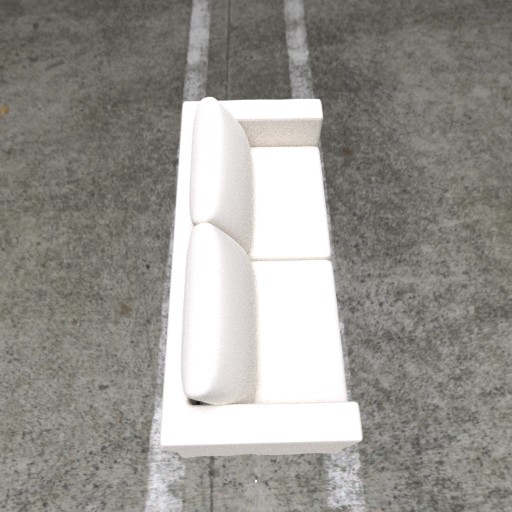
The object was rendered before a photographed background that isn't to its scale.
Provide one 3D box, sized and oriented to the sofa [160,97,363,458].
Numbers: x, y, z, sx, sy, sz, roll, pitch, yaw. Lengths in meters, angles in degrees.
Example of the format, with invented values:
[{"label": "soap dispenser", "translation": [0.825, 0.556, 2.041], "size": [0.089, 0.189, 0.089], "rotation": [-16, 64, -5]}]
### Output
[{"label": "sofa", "translation": [0.000, 0.000, 2.679], "size": [0.954, 0.881, 2.163], "rotation": [-1, 63, -1]}]
